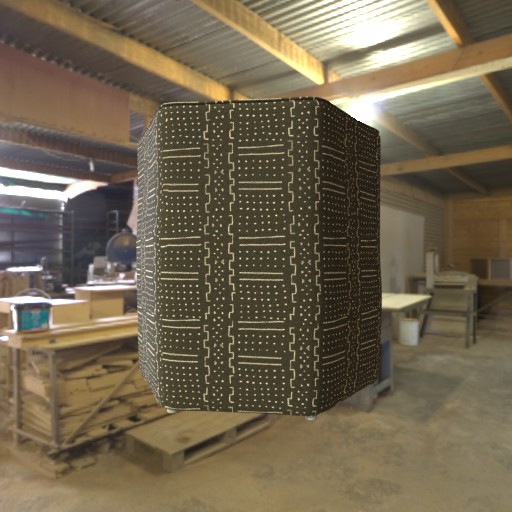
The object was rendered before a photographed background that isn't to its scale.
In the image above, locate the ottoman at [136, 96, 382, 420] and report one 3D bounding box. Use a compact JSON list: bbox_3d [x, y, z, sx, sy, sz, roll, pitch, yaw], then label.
[{"bbox_3d":[0.000,0.000,0.892,0.443,0.502,0.494,0,0,37],"label":"ottoman"}]
